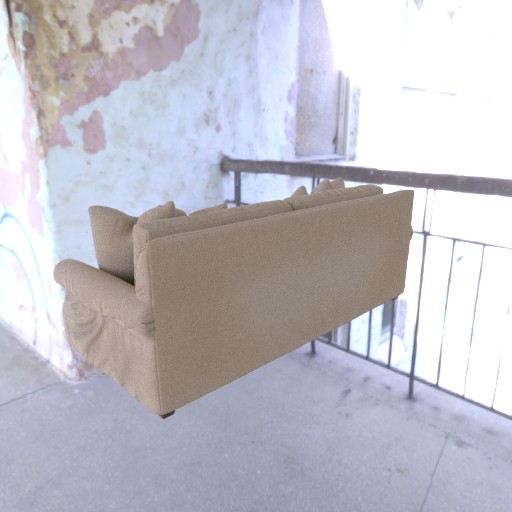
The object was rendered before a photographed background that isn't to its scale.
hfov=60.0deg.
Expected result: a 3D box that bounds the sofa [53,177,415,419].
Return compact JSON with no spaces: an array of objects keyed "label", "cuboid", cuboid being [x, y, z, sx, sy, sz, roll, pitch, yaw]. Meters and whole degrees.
[{"label":"sofa","cuboid":[0.000,0.000,2.878,2.285,0.904,1.067,-15,22,-42]}]
